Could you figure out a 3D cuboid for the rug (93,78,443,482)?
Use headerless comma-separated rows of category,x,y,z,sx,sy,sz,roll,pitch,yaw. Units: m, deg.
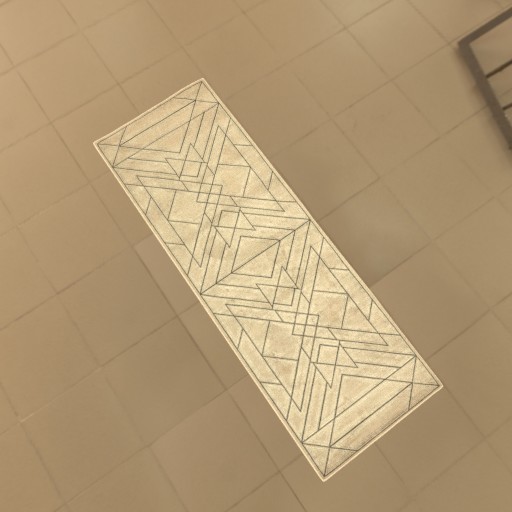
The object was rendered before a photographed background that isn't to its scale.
rug,0.000,0.000,2.595,0.831,0.036,2.381,-34,78,-8
